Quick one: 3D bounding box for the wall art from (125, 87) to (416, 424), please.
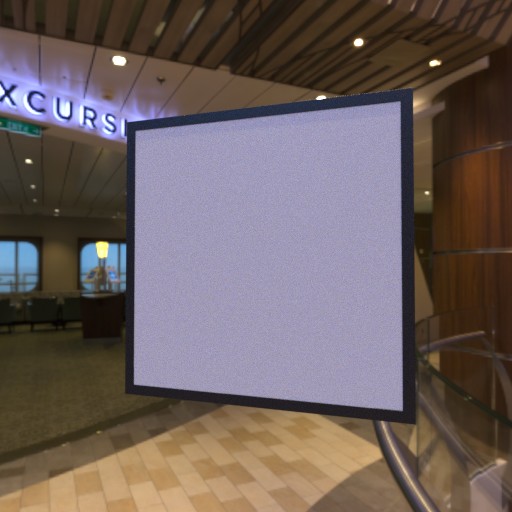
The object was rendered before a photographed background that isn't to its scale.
[{"bbox_3d":[0.000,0.000,1.199,0.807,0.807,0.022,0,-1,18],"label":"wall art"}]
